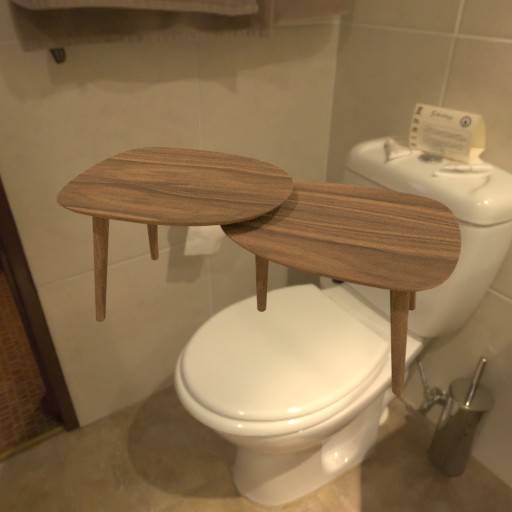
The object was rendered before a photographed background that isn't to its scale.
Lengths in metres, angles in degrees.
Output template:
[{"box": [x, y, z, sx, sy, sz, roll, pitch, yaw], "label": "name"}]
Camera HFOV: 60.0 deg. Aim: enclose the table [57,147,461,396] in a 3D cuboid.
[{"box": [0.000, 0.000, 1.339, 1.084, 0.429, 0.527, 10, 34, 16], "label": "table"}]
